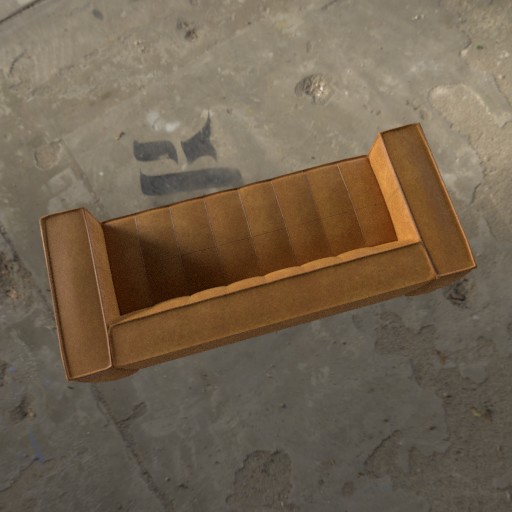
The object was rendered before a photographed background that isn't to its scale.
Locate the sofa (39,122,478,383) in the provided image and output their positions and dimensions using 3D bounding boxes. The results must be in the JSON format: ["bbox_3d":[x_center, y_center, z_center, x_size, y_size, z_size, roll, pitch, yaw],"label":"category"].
[{"bbox_3d":[0.000,0.000,3.061,2.581,0.701,1.102,-15,76,-4],"label":"sofa"}]
